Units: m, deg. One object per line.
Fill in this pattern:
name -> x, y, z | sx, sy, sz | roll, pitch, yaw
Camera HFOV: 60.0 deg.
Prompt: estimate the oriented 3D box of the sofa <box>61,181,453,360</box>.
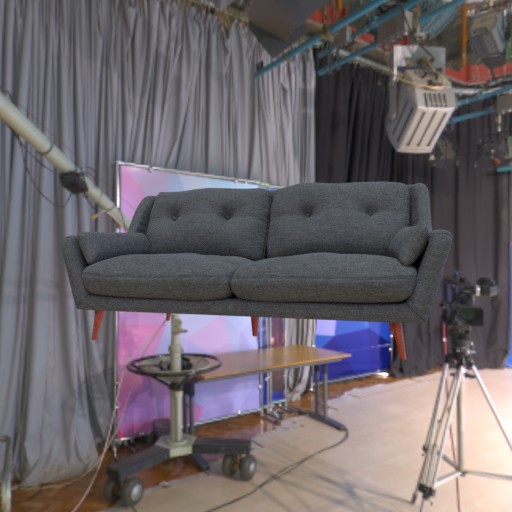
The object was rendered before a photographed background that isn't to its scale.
sofa -> 0.000, 0.000, 2.480 | 1.929, 0.896, 0.975 | 0, 0, 17
